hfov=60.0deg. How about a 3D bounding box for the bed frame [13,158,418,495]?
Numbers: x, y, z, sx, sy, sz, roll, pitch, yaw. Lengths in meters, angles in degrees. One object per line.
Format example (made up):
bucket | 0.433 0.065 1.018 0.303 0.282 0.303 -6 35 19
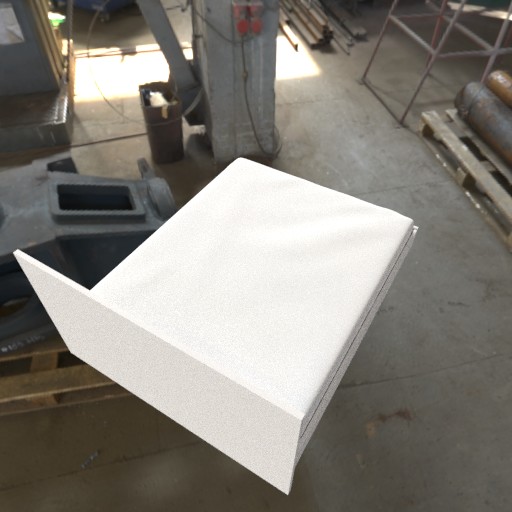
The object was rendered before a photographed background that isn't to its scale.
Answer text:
bed frame | 0.000 0.000 3.002 1.711 1.001 2.100 24 51 21
